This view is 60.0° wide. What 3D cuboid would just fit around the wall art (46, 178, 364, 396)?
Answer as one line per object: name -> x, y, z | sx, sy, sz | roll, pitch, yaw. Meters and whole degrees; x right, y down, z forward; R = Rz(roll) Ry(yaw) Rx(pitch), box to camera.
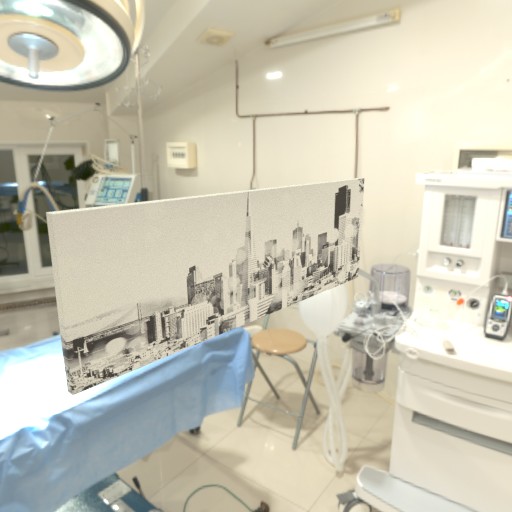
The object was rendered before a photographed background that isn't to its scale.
wall art -> 0.000, 0.000, 1.710 | 0.039, 0.507, 1.520 | 13, 19, 41
